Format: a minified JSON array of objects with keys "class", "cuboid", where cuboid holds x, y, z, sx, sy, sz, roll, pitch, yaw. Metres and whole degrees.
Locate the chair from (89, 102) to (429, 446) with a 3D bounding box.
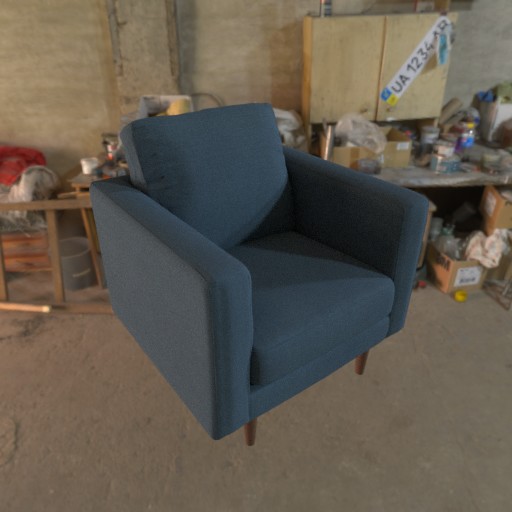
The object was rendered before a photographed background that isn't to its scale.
[{"class":"chair","cuboid":[0.000,0.000,1.570,0.855,0.922,0.820,-20,35,-32]}]
